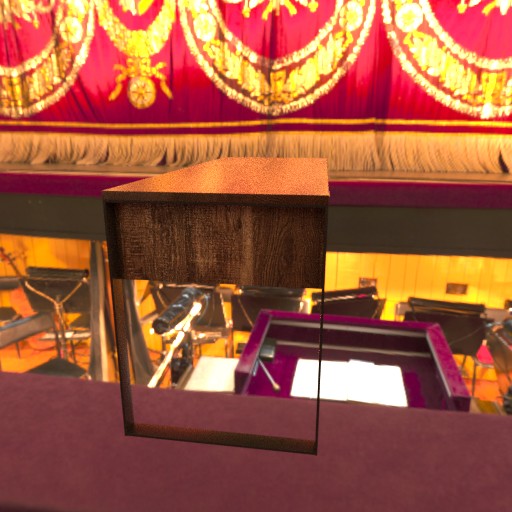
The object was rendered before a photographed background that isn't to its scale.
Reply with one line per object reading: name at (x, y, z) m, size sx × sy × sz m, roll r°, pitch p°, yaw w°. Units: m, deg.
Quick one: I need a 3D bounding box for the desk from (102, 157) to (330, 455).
desk at (0.000, 0.000, 1.960) m, size 0.599 × 0.762 × 1.524 m, roll 2°, pitch 16°, yaw 8°
